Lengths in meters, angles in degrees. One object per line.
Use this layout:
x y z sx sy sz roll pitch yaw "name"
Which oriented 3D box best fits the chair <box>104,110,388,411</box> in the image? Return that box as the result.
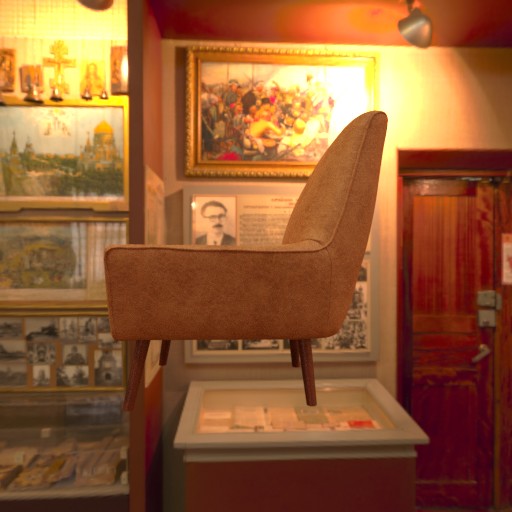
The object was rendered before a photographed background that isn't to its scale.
0.000 0.000 1.536 0.851 0.883 0.753 0 0 -1 "chair"
